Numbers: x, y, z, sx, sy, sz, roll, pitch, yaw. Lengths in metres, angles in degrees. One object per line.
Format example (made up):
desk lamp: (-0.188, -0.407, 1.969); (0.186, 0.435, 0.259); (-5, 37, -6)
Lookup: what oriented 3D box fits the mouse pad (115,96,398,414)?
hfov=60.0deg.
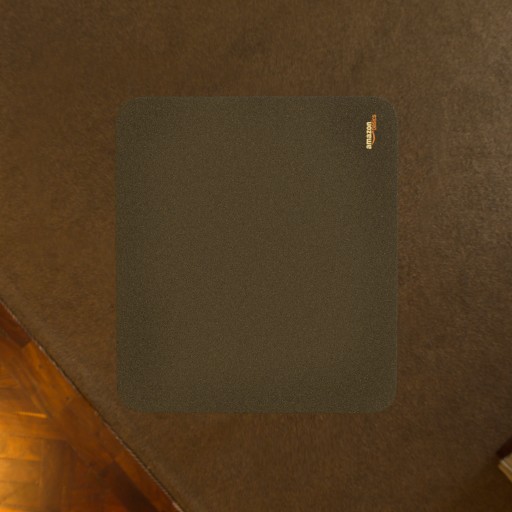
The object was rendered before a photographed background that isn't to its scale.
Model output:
mouse pad: (0.000, 0.000, 0.321); (0.203, 0.003, 0.229); (0, 91, 1)
